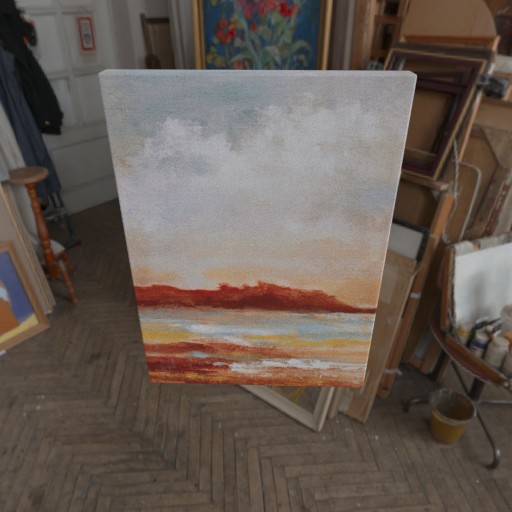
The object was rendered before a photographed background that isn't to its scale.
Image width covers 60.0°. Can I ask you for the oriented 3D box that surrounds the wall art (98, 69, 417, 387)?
[{"bbox_3d":[0.000,0.000,0.780,0.443,0.605,0.035,1,31,2],"label":"wall art"}]
